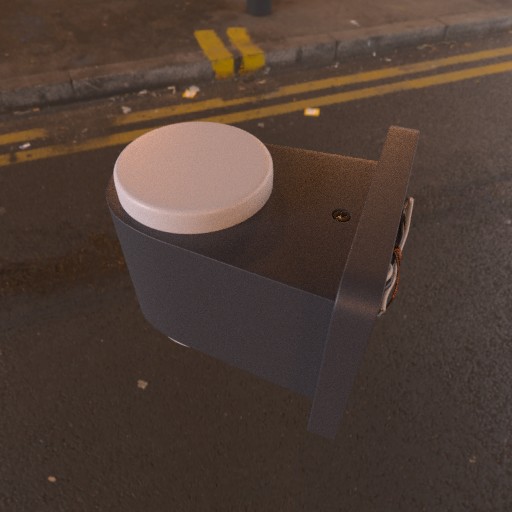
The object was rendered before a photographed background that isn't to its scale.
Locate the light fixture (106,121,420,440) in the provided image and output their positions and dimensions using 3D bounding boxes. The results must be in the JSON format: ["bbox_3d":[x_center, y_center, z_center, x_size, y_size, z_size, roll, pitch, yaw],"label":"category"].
[{"bbox_3d":[0.000,0.000,0.214,0.132,0.109,0.109,15,49,14],"label":"light fixture"}]
